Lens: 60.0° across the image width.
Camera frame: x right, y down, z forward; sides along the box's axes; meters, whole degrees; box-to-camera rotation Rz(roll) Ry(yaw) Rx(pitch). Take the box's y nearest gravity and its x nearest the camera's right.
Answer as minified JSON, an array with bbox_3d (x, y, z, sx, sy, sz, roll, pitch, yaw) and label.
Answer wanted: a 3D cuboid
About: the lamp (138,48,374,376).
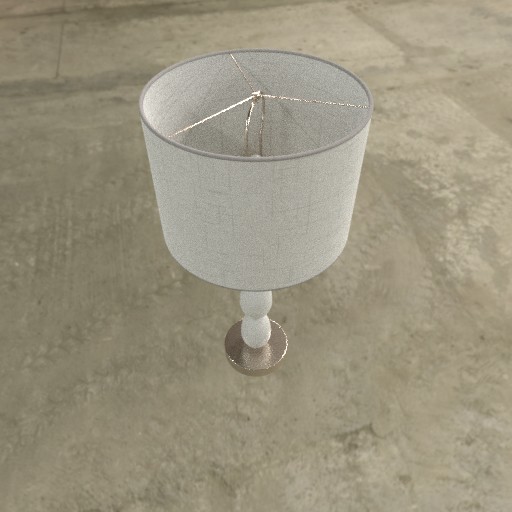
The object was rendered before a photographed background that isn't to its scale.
[{"bbox_3d":[0.000,0.000,0.733,0.280,0.559,0.282,10,47,9],"label":"lamp"}]
